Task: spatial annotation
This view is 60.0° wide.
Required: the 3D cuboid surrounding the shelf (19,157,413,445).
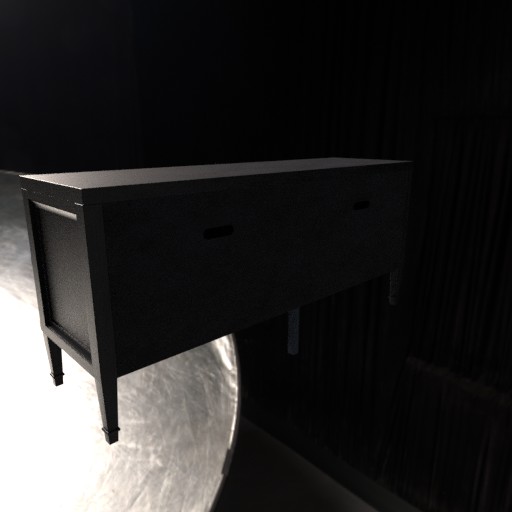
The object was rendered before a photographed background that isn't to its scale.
[{"bbox_3d":[0.000,0.000,1.819,1.575,0.719,0.479,-14,21,-41],"label":"shelf"}]
